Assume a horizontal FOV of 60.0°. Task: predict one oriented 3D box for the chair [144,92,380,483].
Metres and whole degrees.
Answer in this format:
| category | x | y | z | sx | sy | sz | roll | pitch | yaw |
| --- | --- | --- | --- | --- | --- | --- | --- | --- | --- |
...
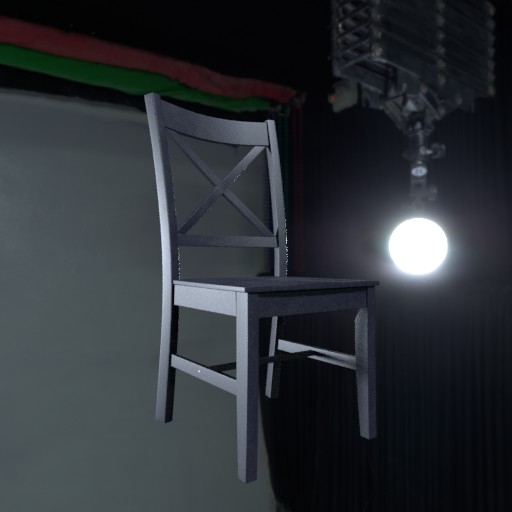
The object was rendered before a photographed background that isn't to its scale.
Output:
| category | x | y | z | sx | sy | sz | roll | pitch | yaw |
| --- | --- | --- | --- | --- | --- | --- | --- | --- | --- |
| chair | 0.000 | 0.000 | 1.291 | 0.485 | 0.983 | 0.542 | 0 | 0 | -36 |
